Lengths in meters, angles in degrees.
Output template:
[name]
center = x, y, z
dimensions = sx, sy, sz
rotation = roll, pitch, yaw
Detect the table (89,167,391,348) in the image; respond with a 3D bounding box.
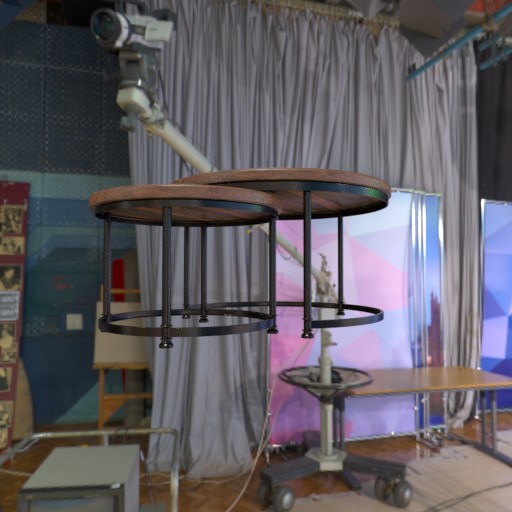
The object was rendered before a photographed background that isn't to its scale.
[table]
center = 0.000, 0.000, 1.641
dimensions = 0.870, 0.516, 1.152
rotation = -1, -2, 36
